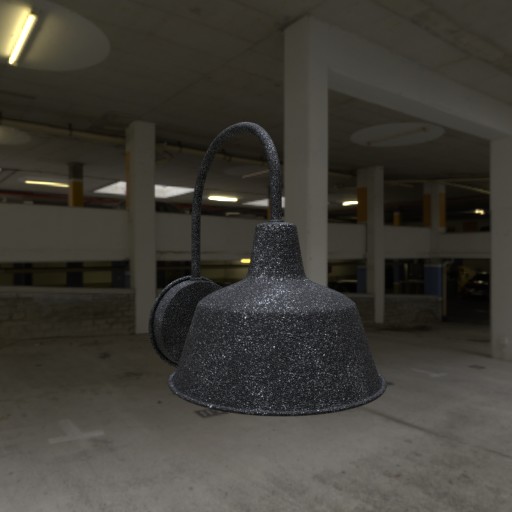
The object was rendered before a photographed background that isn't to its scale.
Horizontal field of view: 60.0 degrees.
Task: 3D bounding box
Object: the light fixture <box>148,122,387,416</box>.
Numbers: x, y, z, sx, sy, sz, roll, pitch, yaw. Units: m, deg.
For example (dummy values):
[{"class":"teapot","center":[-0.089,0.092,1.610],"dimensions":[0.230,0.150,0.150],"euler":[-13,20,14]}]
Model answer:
[{"class":"light fixture","center":[0.000,0.000,0.477],"dimensions":[0.216,0.300,0.283],"euler":[0,0,-37]}]
